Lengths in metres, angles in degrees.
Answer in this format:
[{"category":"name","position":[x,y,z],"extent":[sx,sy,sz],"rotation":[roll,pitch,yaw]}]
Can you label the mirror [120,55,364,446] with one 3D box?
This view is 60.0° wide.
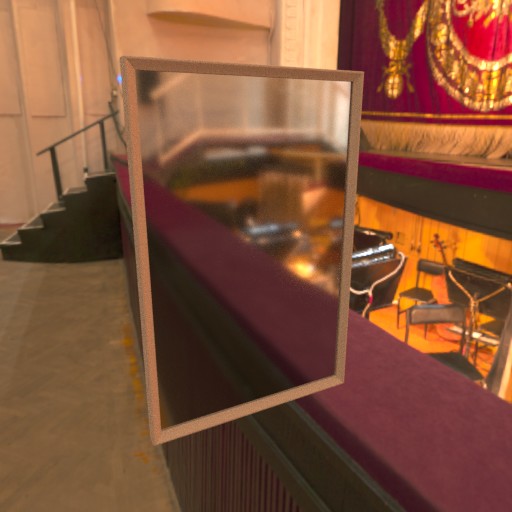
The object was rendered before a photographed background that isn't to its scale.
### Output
[{"category":"mirror","position":[0.000,0.000,1.151],"extent":[0.609,0.915,0.041],"rotation":[-9,19,-27]}]
